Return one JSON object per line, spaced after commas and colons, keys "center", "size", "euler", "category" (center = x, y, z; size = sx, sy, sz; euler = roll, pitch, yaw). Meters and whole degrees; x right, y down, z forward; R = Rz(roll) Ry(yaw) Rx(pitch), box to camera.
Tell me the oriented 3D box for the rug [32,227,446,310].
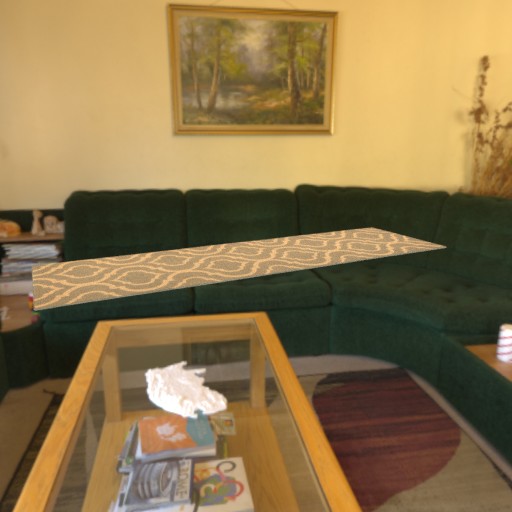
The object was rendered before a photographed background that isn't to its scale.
{"center": [0.000, 0.000, 2.510], "size": [2.275, 0.009, 0.684], "euler": [-7, 17, -26], "category": "rug"}
